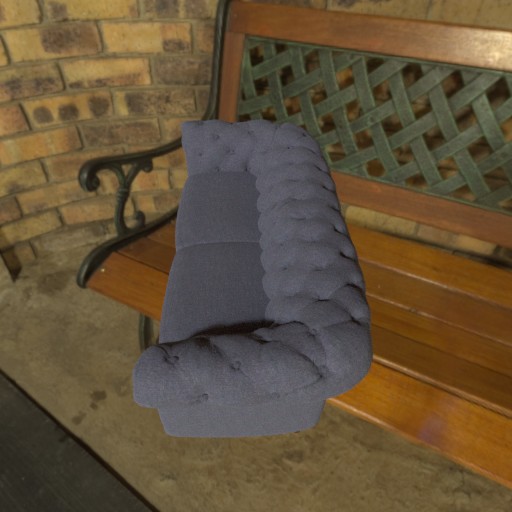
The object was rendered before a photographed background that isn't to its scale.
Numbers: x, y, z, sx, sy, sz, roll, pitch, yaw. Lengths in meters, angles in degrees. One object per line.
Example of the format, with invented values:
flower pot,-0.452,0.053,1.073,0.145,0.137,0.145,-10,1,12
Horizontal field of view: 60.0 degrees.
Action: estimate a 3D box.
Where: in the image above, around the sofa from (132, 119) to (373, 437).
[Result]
sofa,0.000,0.000,2.758,1.046,0.836,2.335,-1,42,-2
